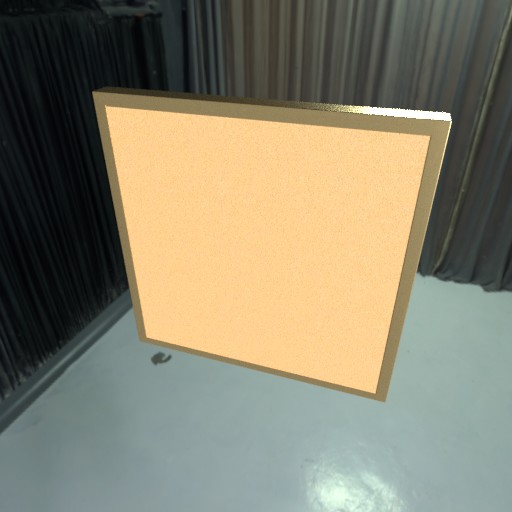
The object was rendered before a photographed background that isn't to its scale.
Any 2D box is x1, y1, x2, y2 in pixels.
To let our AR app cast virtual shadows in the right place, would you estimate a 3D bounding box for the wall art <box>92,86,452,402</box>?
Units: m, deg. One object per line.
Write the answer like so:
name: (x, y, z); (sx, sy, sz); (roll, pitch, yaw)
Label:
wall art: (0.000, 0.000, 0.451); (0.305, 0.305, 0.023); (10, 34, 15)
